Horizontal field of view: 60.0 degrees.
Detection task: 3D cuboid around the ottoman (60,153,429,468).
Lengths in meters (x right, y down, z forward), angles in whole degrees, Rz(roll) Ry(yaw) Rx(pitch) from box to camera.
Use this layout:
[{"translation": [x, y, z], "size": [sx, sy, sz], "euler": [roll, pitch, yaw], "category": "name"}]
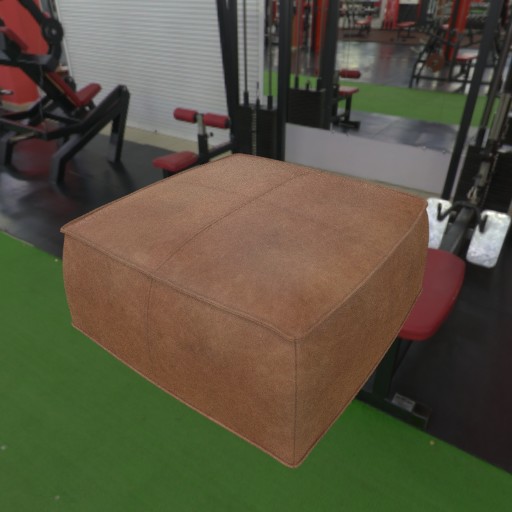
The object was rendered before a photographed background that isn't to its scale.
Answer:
[{"translation": [0.000, 0.000, 1.399], "size": [0.901, 0.395, 0.902], "euler": [21, 37, 30], "category": "ottoman"}]
